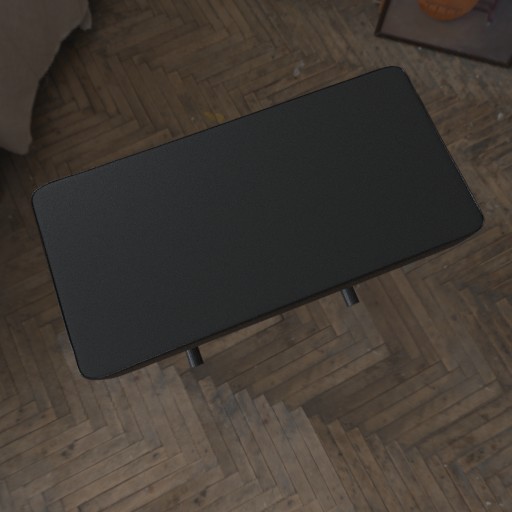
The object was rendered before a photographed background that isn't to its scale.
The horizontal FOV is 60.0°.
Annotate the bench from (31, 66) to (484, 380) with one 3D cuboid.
[{"bbox_3d":[0.000,0.000,0.905,0.600,0.561,0.300,-21,77,-5],"label":"bench"}]
